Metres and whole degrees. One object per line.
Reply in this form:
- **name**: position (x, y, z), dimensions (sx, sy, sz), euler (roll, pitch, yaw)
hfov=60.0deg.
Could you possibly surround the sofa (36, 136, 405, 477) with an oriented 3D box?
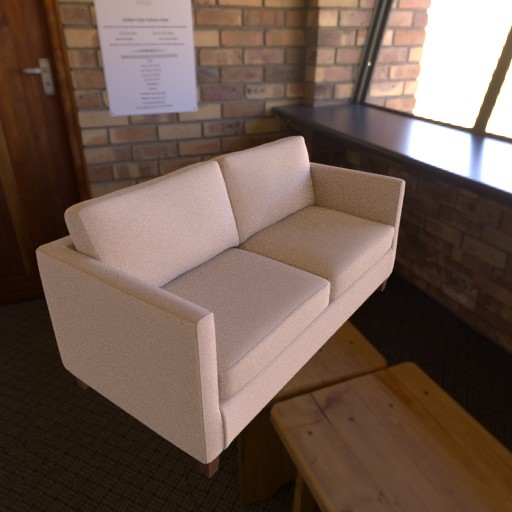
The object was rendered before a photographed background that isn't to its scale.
- **sofa**: position (0.000, 0.000, 2.175), dimensions (0.873, 0.888, 1.722), euler (18, 32, 32)
